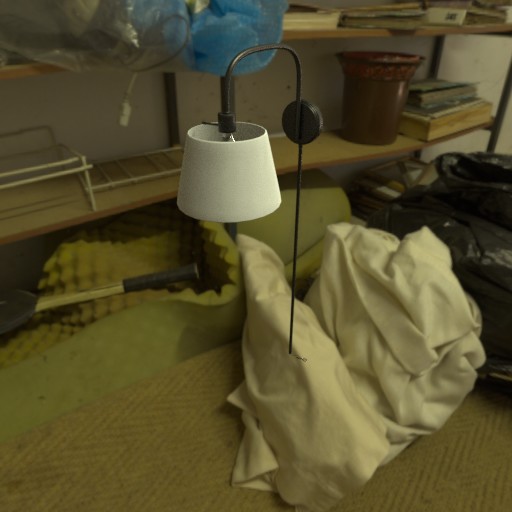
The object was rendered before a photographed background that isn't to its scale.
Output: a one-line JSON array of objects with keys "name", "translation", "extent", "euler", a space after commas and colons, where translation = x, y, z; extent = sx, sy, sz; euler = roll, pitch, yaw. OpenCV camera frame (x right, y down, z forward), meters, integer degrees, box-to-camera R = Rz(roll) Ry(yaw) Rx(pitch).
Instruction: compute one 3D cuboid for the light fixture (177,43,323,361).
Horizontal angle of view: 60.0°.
[{"name": "light fixture", "translation": [0.000, 0.000, 0.464], "extent": [0.092, 0.399, 0.176], "euler": [19, 35, 29]}]
